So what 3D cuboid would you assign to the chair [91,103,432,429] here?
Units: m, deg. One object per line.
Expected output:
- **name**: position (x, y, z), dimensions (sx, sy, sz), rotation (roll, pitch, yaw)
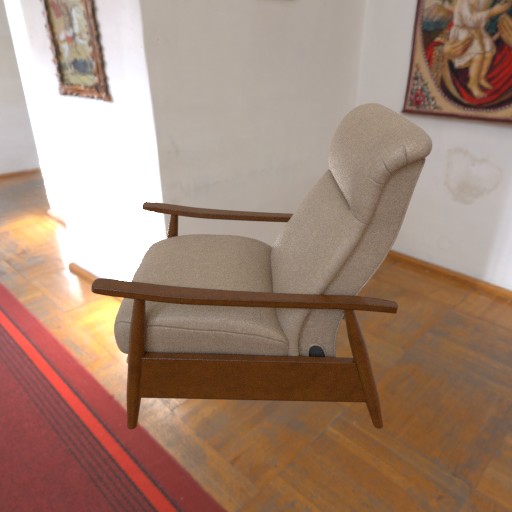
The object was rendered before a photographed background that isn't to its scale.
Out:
- **chair**: position (0.000, 0.000, 1.744), dimensions (1.030, 1.082, 0.762), rotation (0, 27, 0)
